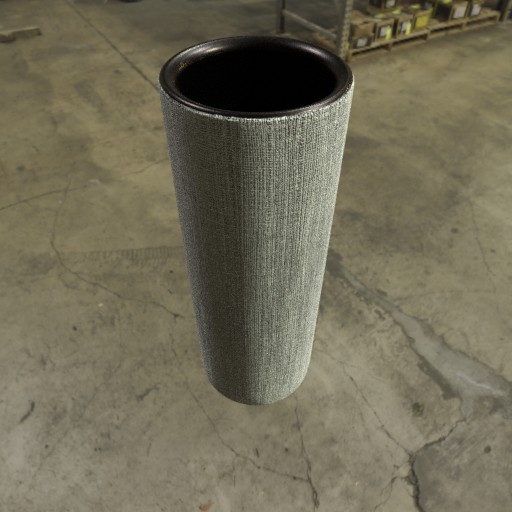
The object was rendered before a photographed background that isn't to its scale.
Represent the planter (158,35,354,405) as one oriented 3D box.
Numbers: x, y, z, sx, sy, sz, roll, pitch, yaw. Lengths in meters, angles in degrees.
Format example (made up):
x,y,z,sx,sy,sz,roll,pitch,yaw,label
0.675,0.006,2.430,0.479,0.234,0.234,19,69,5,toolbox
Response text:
x,y,z,sx,sy,sz,roll,pitch,yaw,label
0.000,0.000,0.321,0.100,0.270,0.100,-24,50,-22,planter
